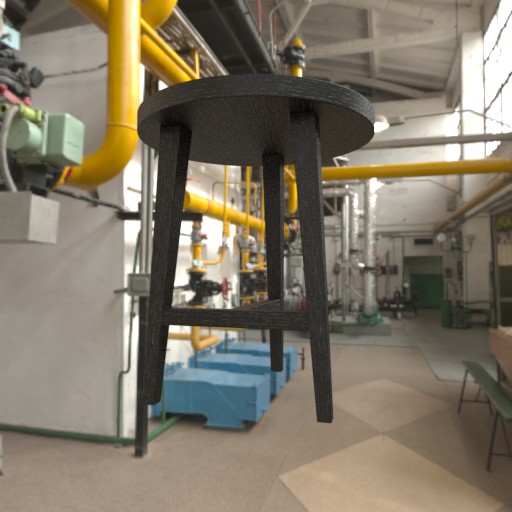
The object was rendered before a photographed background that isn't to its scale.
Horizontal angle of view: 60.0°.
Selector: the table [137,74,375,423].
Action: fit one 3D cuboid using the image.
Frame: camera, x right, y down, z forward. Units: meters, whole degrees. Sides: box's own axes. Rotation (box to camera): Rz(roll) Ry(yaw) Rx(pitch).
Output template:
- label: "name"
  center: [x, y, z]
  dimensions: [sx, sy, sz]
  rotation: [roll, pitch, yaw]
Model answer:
- label: "table"
  center: [0.000, 0.000, 0.764]
  dimensions: [0.399, 0.460, 0.399]
  rotation: [0, -1, 0]
